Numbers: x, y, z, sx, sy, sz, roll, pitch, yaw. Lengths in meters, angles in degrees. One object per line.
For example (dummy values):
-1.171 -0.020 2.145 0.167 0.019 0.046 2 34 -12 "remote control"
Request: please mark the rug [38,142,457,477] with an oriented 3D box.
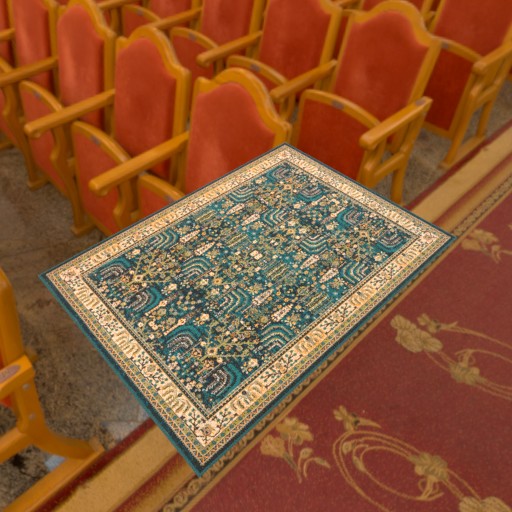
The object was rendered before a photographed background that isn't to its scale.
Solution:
0.000 0.000 3.960 3.044 0.015 2.226 -34 55 -28 "rug"
